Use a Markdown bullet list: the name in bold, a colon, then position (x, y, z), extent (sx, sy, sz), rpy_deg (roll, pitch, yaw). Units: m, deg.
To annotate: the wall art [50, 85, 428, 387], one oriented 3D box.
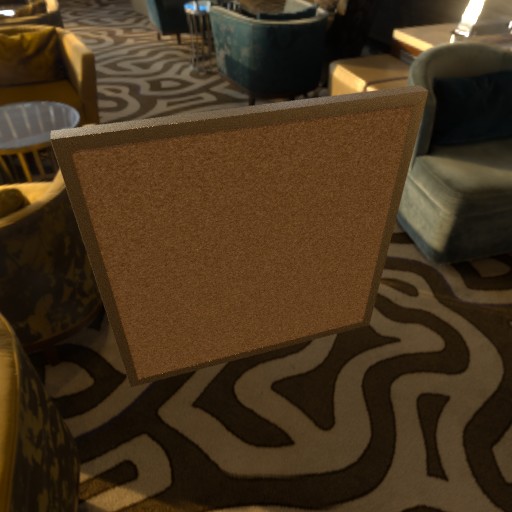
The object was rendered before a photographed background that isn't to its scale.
- **wall art**: position (0.000, 0.000, 1.126), extent (0.767, 0.765, 0.036), rpy_deg (-12, 42, -13)
